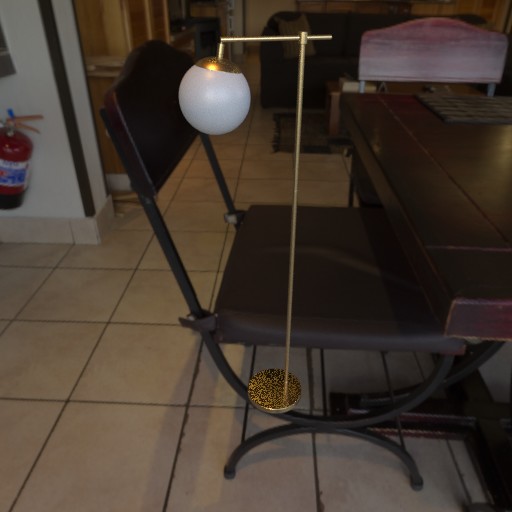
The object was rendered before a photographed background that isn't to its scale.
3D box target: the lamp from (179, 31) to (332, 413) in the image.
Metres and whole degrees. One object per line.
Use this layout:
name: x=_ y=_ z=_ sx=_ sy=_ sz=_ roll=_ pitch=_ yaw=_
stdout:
lamp: x=0.000 y=0.000 z=1.670 sx=0.476 sy=1.505 sz=0.249 roll=-8 pitch=31 yaw=-14
